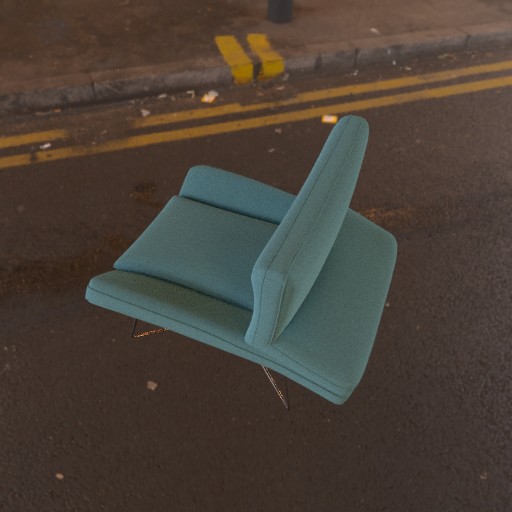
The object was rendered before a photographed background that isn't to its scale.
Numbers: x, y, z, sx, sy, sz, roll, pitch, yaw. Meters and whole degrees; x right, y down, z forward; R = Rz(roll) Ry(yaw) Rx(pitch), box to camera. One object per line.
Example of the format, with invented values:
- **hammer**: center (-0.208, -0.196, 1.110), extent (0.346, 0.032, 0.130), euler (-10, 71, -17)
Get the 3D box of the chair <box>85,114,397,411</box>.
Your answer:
- **chair**: center (0.000, 0.000, 1.697), extent (1.008, 0.855, 0.859), euler (17, 49, 16)
